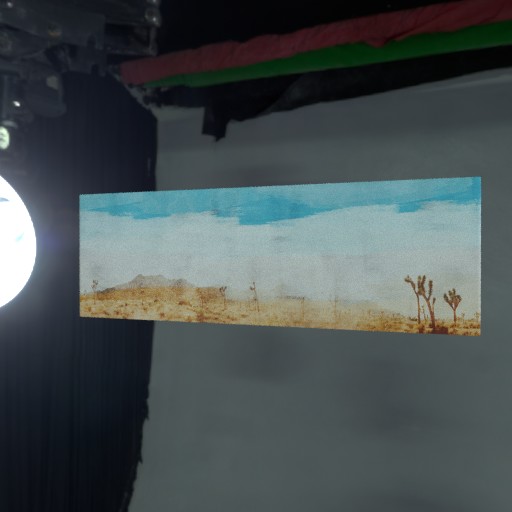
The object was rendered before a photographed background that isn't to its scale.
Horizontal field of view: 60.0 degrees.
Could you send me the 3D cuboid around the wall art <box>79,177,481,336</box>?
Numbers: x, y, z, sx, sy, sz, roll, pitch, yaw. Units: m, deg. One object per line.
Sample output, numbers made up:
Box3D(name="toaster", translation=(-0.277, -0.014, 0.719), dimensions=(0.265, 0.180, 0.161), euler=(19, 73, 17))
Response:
Box3D(name="wall art", translation=(0.000, 0.000, 0.835), dimensions=(0.759, 0.254, 0.044), euler=(0, 0, 17))
